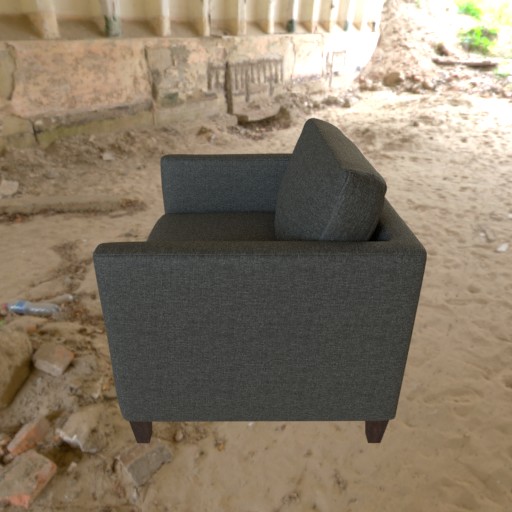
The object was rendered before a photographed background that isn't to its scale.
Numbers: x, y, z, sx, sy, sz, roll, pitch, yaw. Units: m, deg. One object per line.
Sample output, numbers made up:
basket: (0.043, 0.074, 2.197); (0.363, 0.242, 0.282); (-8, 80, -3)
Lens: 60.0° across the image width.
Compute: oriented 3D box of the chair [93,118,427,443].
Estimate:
chair: (0.000, 0.000, 1.791); (0.959, 0.963, 1.107); (0, 27, 0)
